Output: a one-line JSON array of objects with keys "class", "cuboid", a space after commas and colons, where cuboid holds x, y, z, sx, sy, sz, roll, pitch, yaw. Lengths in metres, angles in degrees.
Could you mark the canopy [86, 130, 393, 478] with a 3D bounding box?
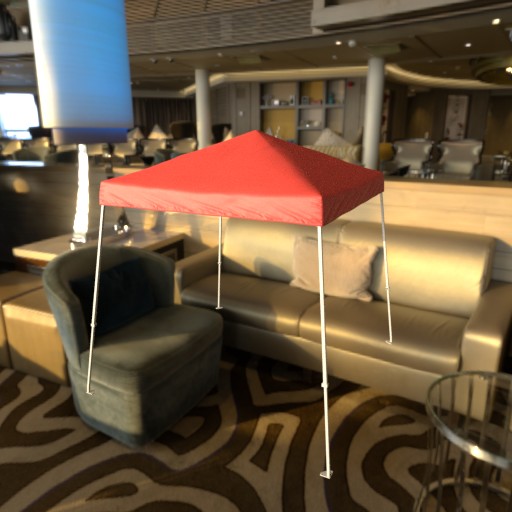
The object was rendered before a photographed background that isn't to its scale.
[{"class": "canopy", "cuboid": [0.000, 0.000, 6.591, 3.599, 3.600, 3.600, 8, 18, 26]}]
